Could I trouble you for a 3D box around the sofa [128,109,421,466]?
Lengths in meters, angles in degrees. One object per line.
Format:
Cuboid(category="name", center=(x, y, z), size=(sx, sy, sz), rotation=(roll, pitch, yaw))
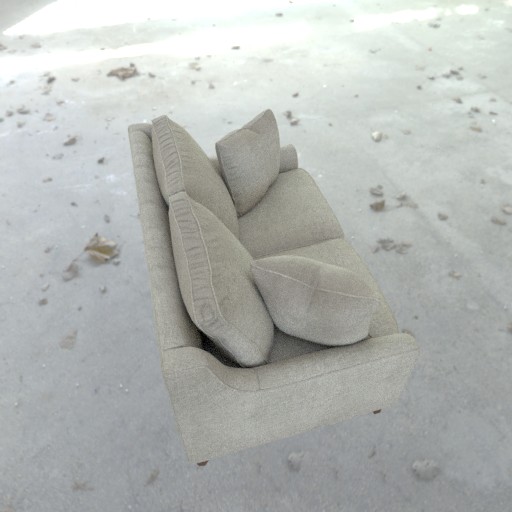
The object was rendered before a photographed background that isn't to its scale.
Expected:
Cuboid(category="sofa", center=(0.000, 0.000, 2.000), size=(0.915, 0.863, 1.422), rotation=(-11, 46, -11))
